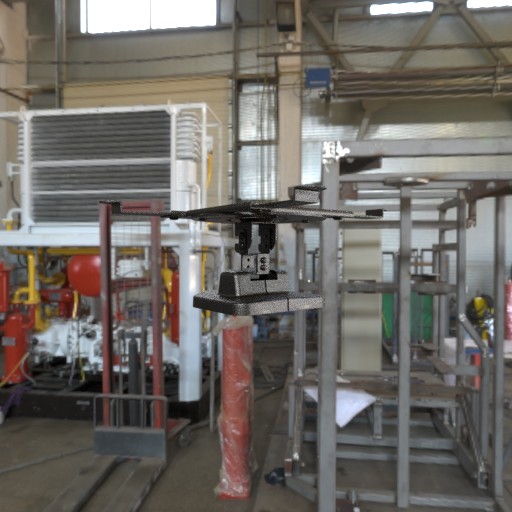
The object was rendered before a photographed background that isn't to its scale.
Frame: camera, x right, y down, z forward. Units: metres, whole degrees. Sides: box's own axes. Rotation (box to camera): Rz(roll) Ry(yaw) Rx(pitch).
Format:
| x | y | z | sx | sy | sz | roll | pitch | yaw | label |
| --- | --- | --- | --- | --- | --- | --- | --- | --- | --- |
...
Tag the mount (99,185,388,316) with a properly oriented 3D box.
| x | y | z | sx | sy | sz | roll | pitch | yaw | label |
| --- | --- | --- | --- | --- | --- | --- | --- | --- | --- |
| 0.000 | 0.000 | 0.627 | 0.394 | 0.141 | 0.394 | -1 | 1 | -37 | mount |
